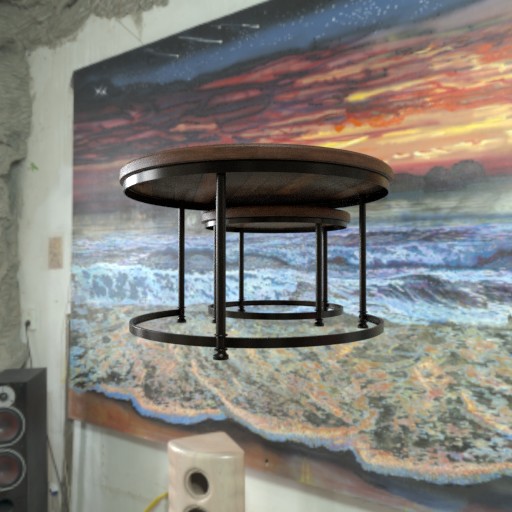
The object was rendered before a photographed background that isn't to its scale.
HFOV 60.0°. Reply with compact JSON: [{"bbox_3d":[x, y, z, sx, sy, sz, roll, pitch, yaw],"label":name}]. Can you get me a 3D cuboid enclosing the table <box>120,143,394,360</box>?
[{"bbox_3d":[0.000,0.000,1.611,0.870,0.516,1.152,0,-1,-1],"label":"table"}]
